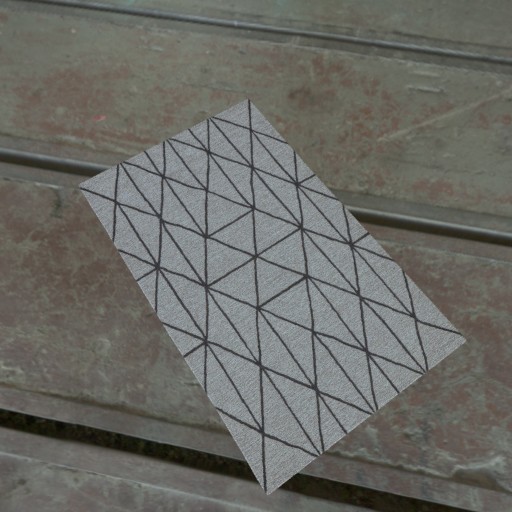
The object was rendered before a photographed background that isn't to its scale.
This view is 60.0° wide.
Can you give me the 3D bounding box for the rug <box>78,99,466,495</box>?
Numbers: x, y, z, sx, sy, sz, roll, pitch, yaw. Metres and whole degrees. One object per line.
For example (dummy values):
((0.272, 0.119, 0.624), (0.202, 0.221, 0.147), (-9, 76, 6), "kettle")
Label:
((0.000, 0.000, 3.041), (1.526, 0.008, 2.465), (-31, 68, -14), "rug")
